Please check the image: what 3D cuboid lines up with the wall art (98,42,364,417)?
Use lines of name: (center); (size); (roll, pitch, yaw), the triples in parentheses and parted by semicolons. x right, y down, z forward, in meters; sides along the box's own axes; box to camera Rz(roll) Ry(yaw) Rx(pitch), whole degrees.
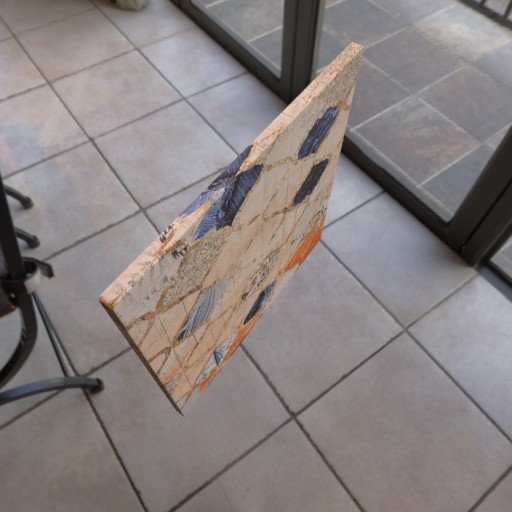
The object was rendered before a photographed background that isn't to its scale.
wall art: (0.000, 0.000, 1.352); (0.039, 0.914, 0.912); (31, 64, 17)
